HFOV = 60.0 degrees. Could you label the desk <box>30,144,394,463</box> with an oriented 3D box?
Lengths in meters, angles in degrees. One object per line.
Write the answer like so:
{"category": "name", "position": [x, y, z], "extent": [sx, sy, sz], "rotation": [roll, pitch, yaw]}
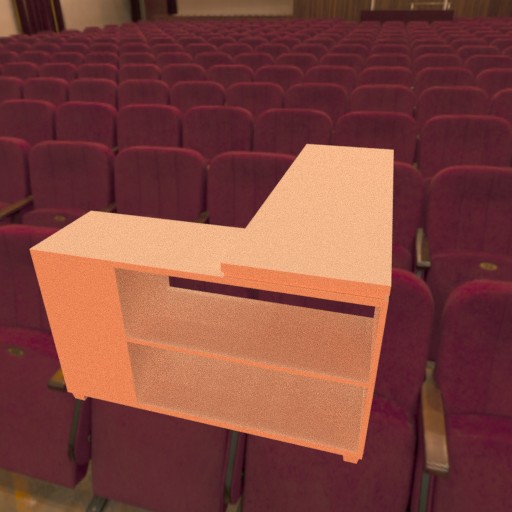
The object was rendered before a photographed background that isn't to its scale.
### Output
{"category": "desk", "position": [0.000, 0.000, 2.191], "extent": [1.199, 0.759, 1.524], "rotation": [7, 29, 14]}
